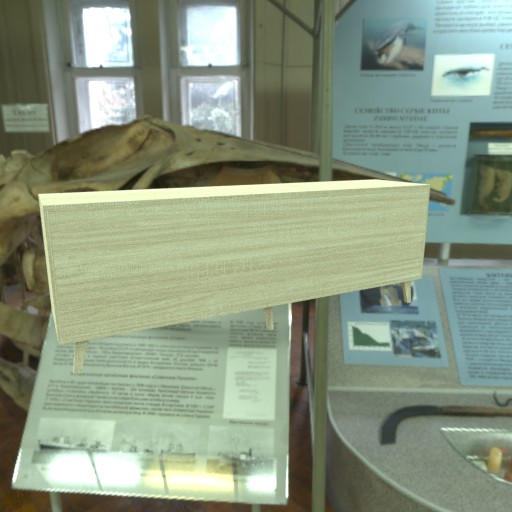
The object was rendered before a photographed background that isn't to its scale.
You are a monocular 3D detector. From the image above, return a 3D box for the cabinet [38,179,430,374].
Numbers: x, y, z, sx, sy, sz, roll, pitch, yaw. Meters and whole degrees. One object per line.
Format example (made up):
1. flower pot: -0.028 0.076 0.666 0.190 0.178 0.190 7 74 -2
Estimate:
1. cabinet: 0.000 0.000 2.592 2.200 0.780 0.500 -7 16 -26
